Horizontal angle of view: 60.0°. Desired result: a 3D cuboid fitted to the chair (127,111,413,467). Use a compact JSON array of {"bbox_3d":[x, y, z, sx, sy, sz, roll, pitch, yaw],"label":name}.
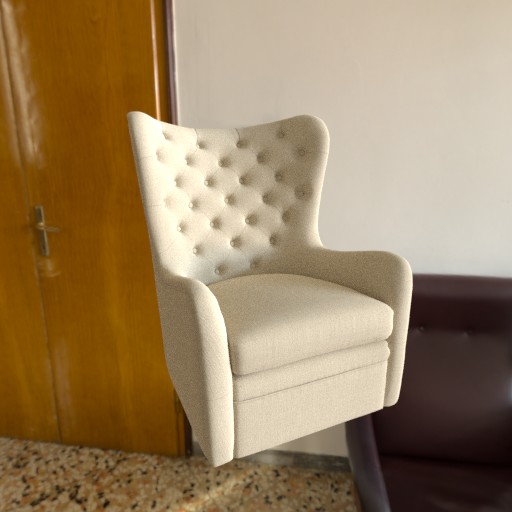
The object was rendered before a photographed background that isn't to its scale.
[{"bbox_3d":[0.000,0.000,1.733,0.831,1.079,0.929,-8,18,-26],"label":"chair"}]
